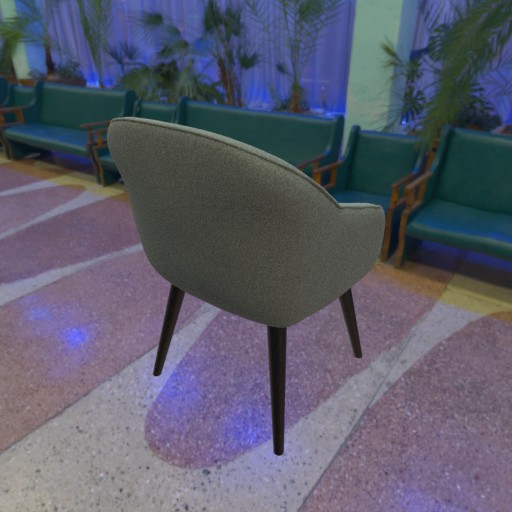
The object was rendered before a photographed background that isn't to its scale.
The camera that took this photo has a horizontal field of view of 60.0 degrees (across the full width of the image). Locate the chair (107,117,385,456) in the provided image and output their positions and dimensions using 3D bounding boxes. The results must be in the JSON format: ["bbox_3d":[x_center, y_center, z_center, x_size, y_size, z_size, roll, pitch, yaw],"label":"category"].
[{"bbox_3d":[0.000,0.000,1.208,0.589,0.810,0.611,20,35,32],"label":"chair"}]
